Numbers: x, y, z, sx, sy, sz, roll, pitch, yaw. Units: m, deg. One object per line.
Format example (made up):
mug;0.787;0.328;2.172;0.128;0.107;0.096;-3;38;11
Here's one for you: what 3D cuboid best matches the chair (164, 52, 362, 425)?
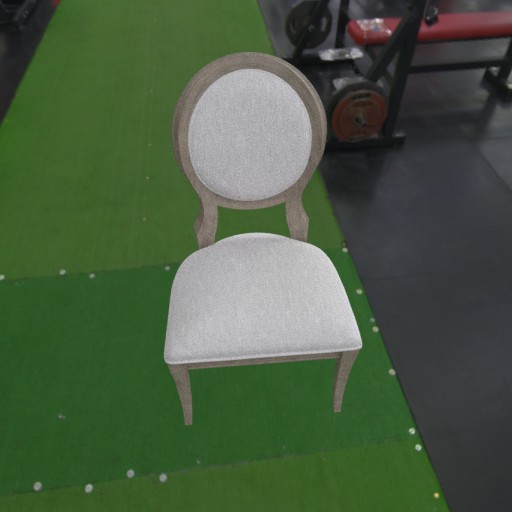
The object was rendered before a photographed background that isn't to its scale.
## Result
chair;0.000;0.000;1.349;0.558;0.990;0.602;-4;48;-3
